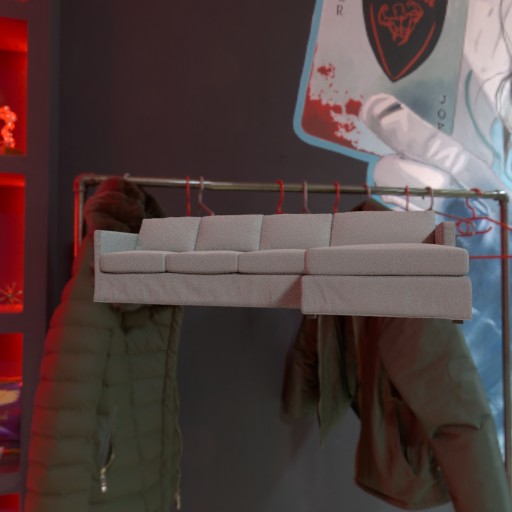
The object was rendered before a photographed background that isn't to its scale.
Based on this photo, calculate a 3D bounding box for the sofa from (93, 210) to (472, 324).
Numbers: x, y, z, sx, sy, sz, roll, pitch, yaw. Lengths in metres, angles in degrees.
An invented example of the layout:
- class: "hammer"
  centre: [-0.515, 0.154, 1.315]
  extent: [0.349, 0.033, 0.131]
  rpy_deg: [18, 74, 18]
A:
- class: "sofa"
  centre: [0.000, 0.000, 3.845]
  extent: [3.177, 0.867, 1.622]
  rpy_deg: [0, -1, 17]
